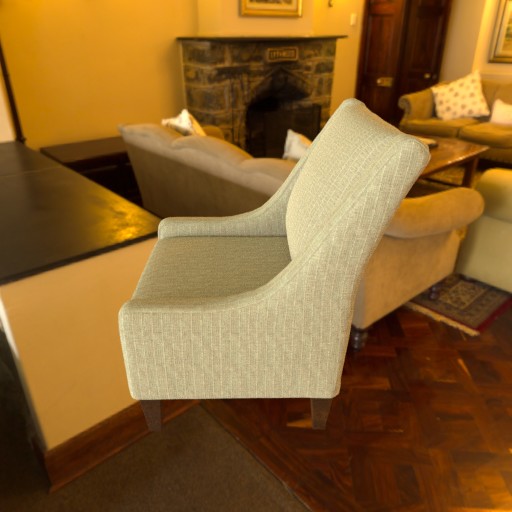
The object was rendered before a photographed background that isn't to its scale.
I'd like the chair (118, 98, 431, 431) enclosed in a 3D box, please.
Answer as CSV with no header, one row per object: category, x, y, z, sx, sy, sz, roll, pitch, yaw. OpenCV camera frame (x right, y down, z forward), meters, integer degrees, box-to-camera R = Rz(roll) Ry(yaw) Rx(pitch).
chair,0.000,0.000,1.635,0.870,1.014,0.774,0,27,-1
